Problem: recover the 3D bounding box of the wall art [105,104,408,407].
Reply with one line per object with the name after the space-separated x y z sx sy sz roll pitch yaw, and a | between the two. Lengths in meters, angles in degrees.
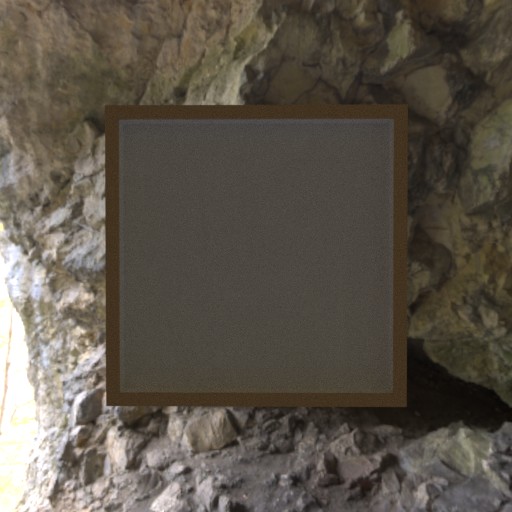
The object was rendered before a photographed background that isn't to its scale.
0.000 0.000 0.915 0.612 0.612 0.038 0 1 0 | wall art
